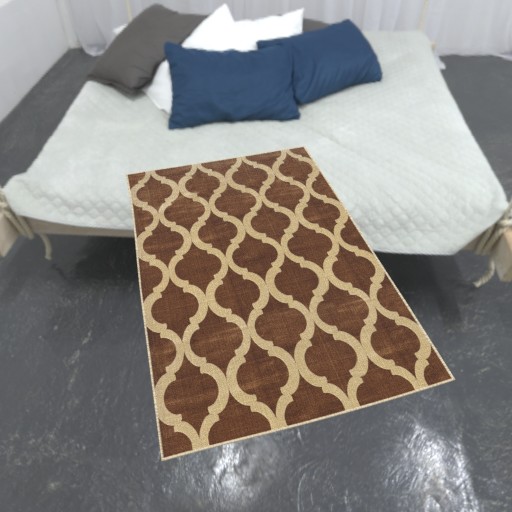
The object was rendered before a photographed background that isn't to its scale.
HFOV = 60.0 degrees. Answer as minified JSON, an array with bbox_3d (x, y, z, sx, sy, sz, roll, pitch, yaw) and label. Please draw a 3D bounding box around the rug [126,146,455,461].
[{"bbox_3d":[0.000,0.000,2.905,1.522,0.008,2.284,-11,47,-11],"label":"rug"}]
